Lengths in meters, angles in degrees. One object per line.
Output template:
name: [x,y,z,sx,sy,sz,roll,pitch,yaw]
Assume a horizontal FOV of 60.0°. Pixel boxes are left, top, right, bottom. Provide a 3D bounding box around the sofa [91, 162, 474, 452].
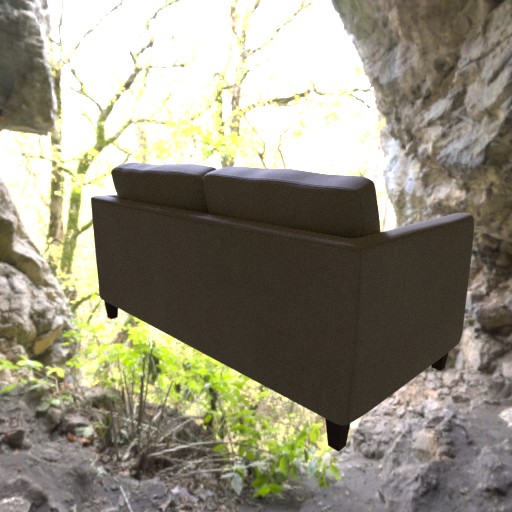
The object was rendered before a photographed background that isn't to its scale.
sofa: [0.000,0.000,2.307,0.950,0.940,1.846,-13,19,-43]
